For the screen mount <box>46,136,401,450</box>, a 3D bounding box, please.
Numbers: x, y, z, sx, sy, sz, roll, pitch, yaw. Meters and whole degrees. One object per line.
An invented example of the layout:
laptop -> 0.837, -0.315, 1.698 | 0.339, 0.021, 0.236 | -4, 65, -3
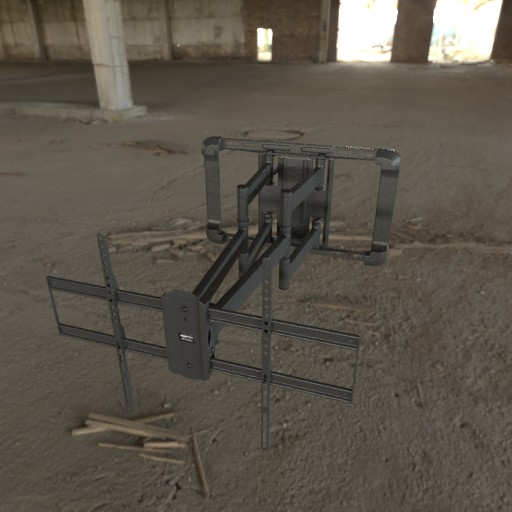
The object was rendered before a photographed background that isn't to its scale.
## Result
screen mount -> 0.000, 0.000, 1.304 | 0.725, 0.483, 0.905 | 9, 28, 17
